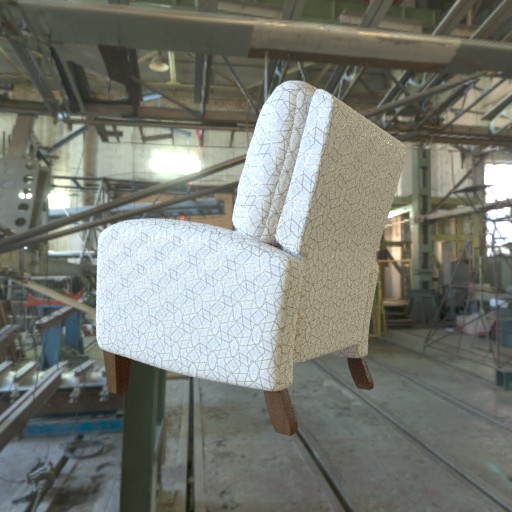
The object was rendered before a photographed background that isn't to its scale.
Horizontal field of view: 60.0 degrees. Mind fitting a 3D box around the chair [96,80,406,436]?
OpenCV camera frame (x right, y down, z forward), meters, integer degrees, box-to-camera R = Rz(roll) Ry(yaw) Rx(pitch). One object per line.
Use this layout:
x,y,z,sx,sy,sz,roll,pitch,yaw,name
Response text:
0.000,0.000,1.757,0.995,1.064,0.796,-1,-2,36,chair
